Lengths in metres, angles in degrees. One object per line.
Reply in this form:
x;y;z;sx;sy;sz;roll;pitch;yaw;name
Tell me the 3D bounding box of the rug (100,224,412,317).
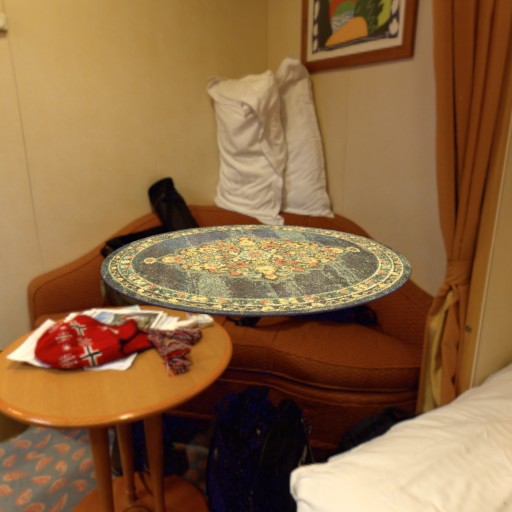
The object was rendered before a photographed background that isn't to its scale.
0.000;0.000;3.585;2.386;0.014;2.386;0;16;0;rug
